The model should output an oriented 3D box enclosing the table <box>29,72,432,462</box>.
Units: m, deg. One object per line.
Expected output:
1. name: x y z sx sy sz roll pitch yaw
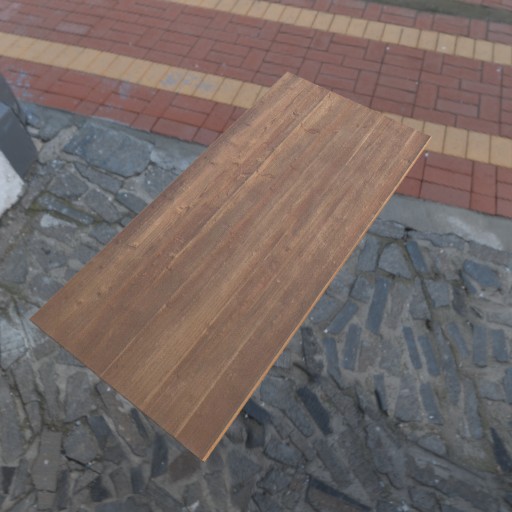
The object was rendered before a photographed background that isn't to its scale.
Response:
1. table: 0.000 0.000 2.490 0.952 0.760 2.003 31 64 17
